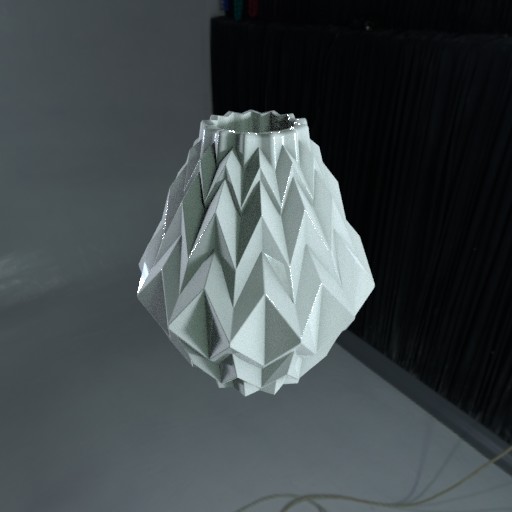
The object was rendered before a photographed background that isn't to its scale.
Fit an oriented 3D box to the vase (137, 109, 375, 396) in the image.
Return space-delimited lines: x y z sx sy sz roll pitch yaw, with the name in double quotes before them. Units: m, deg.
"vase" 0.000 0.000 0.308 0.164 0.185 0.164 0 30 0
